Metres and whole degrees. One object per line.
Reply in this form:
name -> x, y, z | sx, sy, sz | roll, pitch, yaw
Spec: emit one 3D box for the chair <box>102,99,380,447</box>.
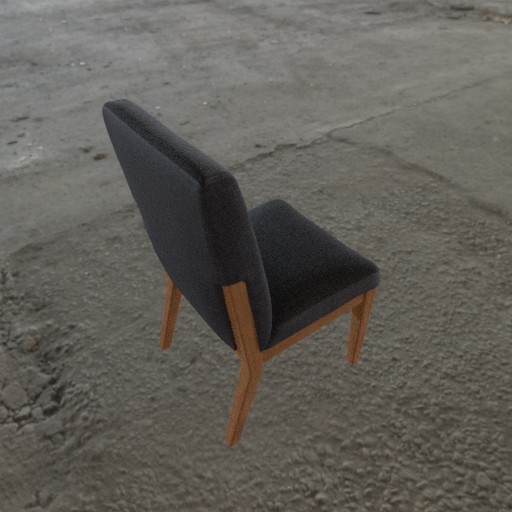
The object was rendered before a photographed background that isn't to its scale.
chair -> 0.000, 0.000, 1.310 | 0.586, 0.911, 0.507 | -24, 45, -27
